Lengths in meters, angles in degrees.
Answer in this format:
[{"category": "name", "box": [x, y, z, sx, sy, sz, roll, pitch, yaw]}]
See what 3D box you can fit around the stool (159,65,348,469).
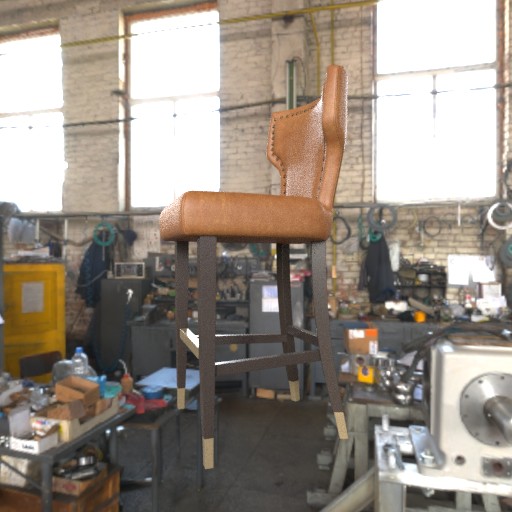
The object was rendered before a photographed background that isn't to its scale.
[{"category": "stool", "box": [0.000, 0.000, 1.429, 0.563, 1.092, 0.526, 0, 0, -18]}]
